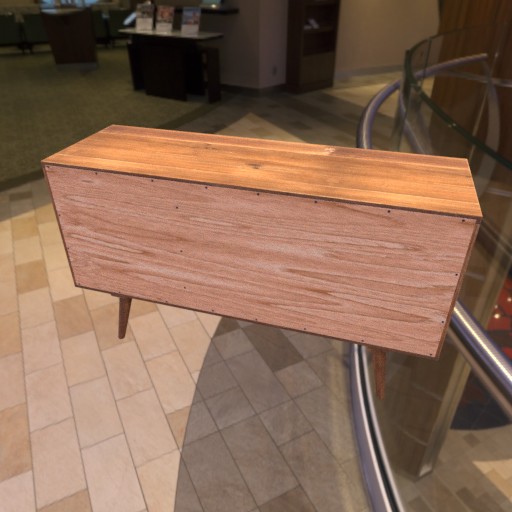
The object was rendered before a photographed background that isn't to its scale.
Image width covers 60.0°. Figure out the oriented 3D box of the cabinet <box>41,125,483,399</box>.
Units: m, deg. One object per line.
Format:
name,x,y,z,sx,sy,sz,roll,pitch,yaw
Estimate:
cabinet,0.000,0.000,1.751,1.400,0.800,0.472,9,34,14
